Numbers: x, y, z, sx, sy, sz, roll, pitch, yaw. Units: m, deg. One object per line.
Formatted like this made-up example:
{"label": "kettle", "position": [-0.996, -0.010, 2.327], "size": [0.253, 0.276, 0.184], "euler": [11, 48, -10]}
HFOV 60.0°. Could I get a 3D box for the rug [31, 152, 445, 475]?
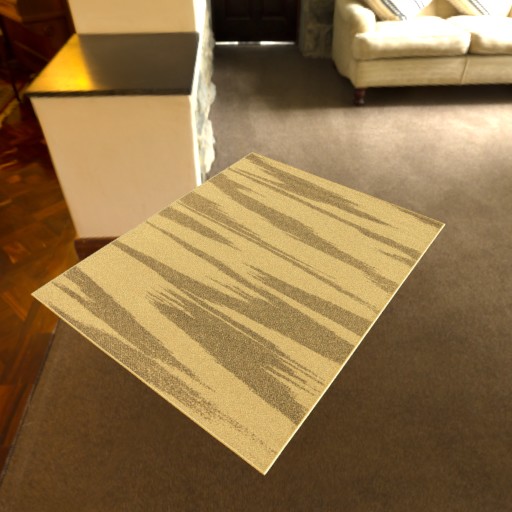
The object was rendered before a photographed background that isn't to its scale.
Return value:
{"label": "rug", "position": [0.000, 0.000, 3.923], "size": [2.353, 0.014, 2.945], "euler": [27, 48, 27]}
